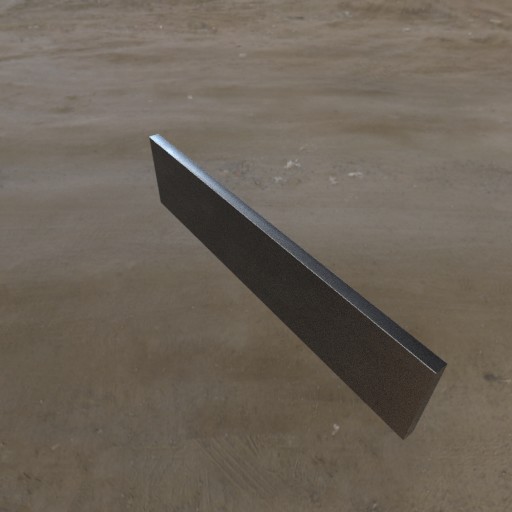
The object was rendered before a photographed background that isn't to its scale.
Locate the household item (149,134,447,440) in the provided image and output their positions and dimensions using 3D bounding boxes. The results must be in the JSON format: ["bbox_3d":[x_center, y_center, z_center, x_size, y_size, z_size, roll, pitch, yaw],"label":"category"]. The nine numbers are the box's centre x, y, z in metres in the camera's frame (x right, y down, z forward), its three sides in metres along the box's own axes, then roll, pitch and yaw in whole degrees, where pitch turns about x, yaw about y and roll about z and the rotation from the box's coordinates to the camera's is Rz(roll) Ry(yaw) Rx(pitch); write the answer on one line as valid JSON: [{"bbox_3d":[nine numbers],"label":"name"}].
[{"bbox_3d":[0.000,0.000,1.093,0.030,0.236,1.001,-27,49,-26],"label":"household item"}]
